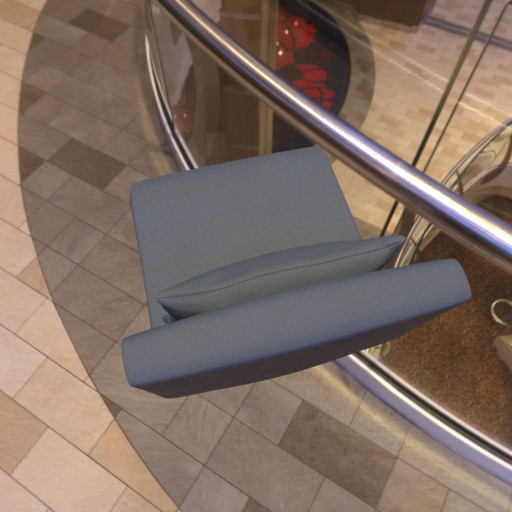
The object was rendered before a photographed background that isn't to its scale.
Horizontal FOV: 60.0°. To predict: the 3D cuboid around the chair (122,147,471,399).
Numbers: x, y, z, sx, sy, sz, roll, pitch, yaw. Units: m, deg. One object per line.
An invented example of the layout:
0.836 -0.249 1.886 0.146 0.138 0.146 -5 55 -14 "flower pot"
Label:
0.000 0.000 1.461 0.770 0.808 0.900 -13 60 -7 "chair"
